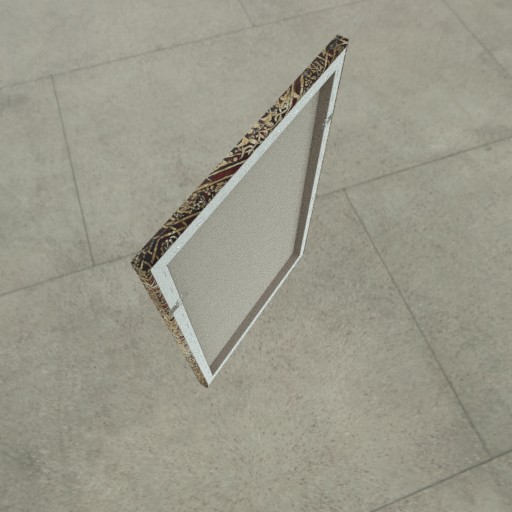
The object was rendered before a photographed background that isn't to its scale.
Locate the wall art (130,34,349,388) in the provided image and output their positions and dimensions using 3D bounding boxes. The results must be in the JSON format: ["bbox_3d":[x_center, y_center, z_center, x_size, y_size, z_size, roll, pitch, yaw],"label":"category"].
[{"bbox_3d":[0.000,0.000,1.151,0.030,0.904,0.599,32,67,15],"label":"wall art"}]
